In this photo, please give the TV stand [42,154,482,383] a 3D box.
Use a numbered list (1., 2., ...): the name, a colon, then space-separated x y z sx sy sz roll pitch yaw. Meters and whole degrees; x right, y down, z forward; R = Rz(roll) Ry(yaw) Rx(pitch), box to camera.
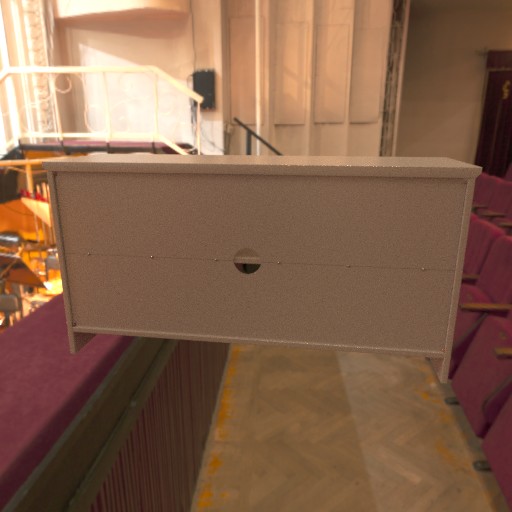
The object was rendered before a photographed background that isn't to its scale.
1. TV stand: 0.000 0.000 1.411 1.167 0.603 0.344 2 17 8
